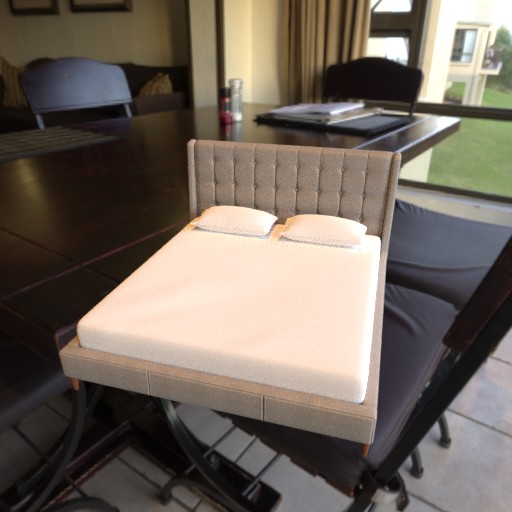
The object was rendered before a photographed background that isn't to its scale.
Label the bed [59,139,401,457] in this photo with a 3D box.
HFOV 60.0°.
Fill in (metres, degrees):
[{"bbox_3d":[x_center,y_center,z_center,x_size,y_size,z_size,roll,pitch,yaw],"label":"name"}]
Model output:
[{"bbox_3d":[0.000,0.000,3.549,2.062,1.289,2.342,7,27,15],"label":"bed"}]
